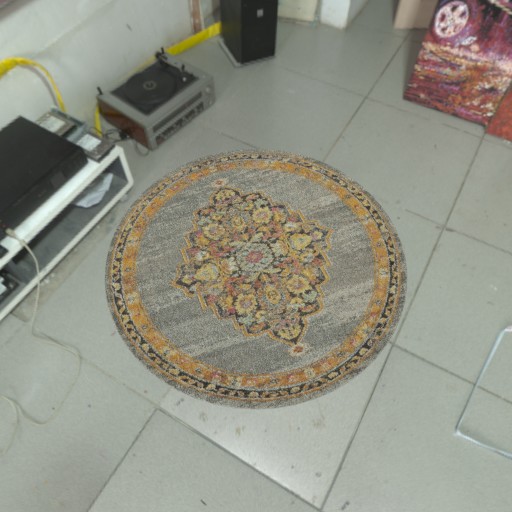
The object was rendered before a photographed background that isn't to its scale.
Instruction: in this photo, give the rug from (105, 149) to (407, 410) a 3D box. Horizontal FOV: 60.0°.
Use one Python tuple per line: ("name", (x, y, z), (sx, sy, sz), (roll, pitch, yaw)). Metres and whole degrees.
("rug", (0.000, 0.000, 3.542), (2.382, 0.014, 2.382), (0, 58, 0))
